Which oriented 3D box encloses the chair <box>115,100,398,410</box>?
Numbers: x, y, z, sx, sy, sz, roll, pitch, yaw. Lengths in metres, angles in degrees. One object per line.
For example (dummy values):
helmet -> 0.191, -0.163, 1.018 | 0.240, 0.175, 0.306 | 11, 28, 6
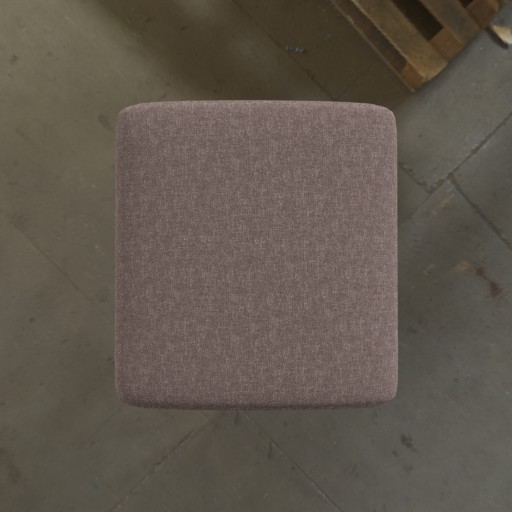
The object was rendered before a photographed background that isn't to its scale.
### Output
chair -> 0.000, 0.000, 0.905 | 0.530, 0.410, 0.530 | 0, 89, 0
